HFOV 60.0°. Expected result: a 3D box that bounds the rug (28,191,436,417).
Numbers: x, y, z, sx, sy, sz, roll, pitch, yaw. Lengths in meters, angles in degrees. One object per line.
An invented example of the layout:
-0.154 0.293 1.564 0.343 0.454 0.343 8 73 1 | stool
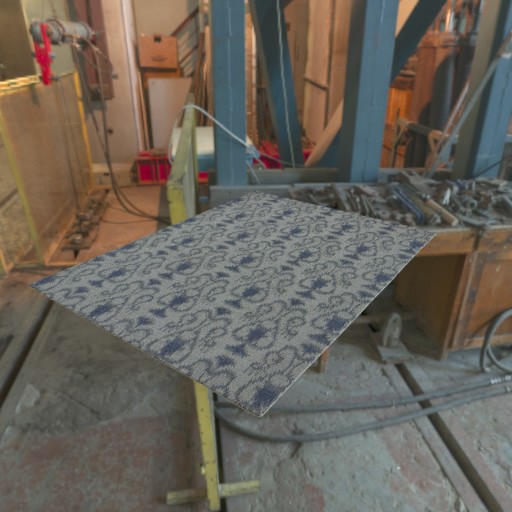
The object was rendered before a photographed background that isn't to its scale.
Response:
0.000 0.000 4.236 2.437 0.015 3.205 18 32 32 | rug
